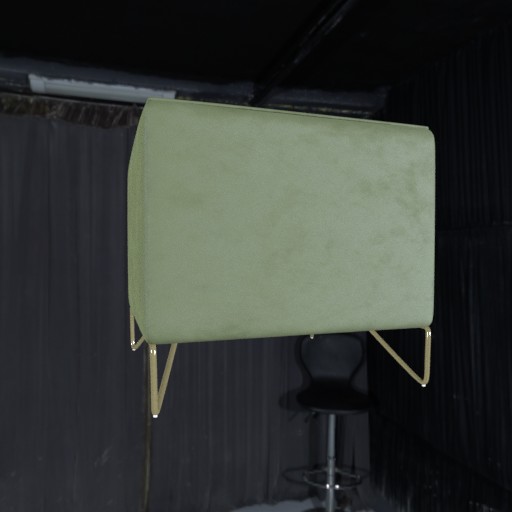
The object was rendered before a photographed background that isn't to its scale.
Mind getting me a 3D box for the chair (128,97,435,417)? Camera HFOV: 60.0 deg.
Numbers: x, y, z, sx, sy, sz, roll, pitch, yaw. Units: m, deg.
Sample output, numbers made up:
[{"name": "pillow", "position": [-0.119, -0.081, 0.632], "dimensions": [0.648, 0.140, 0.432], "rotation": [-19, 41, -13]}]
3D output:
[{"name": "chair", "position": [0.000, 0.000, 1.616], "dimensions": [0.880, 0.790, 0.894], "rotation": [0, 0, -18]}]
